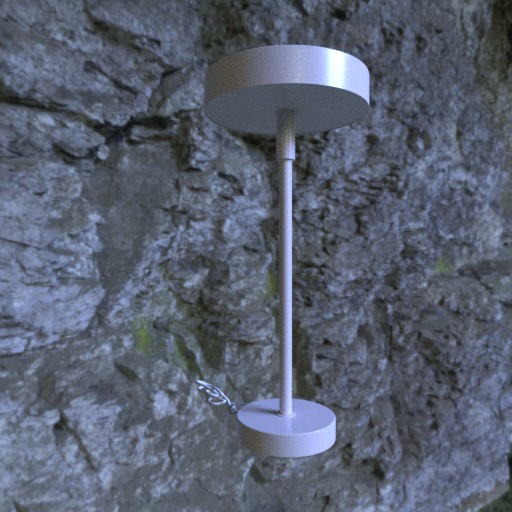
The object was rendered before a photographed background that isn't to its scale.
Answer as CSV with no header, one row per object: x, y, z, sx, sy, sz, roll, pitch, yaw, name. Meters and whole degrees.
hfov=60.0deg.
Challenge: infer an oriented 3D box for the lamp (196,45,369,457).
0.000,0.000,0.684,0.229,0.508,0.369,0,1,-36,lamp
